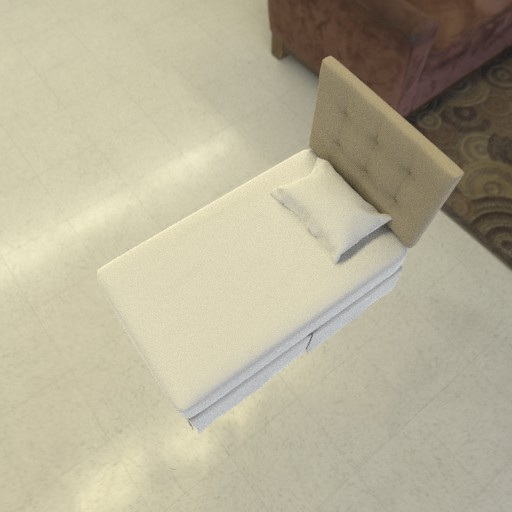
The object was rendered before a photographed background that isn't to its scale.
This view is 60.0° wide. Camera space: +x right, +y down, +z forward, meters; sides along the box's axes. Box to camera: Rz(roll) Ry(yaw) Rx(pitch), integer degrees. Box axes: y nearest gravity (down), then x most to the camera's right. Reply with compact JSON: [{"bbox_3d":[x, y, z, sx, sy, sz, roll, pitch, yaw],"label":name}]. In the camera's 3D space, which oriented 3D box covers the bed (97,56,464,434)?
[{"bbox_3d":[0.000,0.000,3.025,1.997,1.571,1.261,-32,68,-15],"label":"bed"}]
